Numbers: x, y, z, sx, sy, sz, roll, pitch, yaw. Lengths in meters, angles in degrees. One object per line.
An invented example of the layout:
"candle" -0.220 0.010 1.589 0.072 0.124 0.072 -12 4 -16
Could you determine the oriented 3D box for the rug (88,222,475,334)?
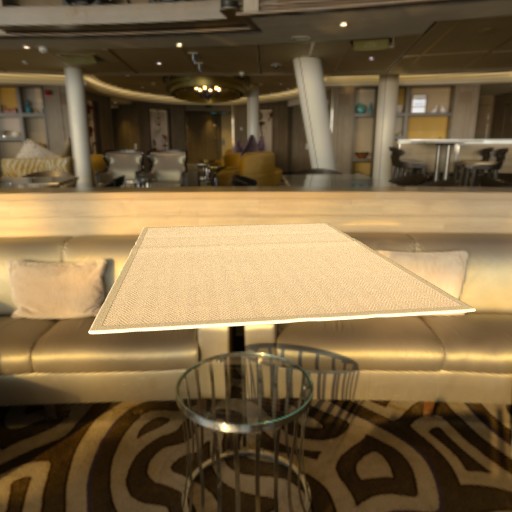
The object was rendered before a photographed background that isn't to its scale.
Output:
"rug" 0.000 0.000 4.804 2.734 0.037 3.659 -2 15 -8
